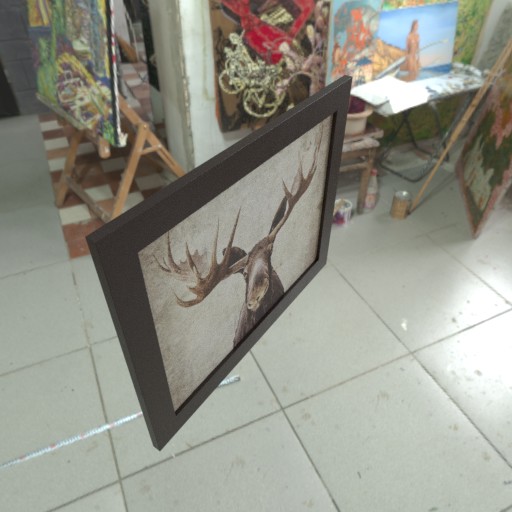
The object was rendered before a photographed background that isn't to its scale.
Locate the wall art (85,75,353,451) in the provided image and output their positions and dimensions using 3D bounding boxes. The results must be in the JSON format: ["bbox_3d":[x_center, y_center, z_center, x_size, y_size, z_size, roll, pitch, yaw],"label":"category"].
[{"bbox_3d":[0.000,0.000,1.621,0.034,0.952,1.207,25,47,26],"label":"wall art"}]
